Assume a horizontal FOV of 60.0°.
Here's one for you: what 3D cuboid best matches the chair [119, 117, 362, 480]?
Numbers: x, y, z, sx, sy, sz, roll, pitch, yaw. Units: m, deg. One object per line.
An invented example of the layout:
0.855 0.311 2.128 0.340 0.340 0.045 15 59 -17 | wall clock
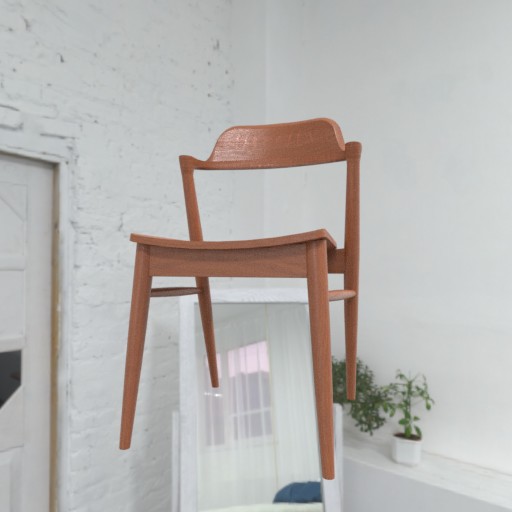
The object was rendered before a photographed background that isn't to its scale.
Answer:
0.000 0.000 1.090 0.496 0.801 0.499 0 -1 17 | chair
